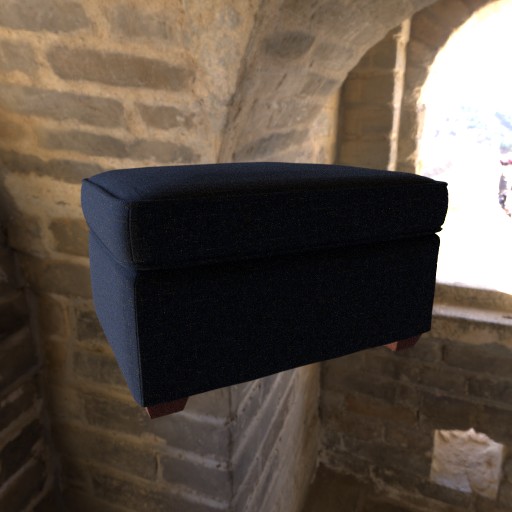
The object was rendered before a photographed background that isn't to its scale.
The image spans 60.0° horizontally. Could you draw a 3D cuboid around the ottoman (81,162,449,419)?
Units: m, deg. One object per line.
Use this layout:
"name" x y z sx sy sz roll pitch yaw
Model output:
"ottoman" 0.000 0.000 1.095 0.749 0.450 0.549 -7 16 -26
